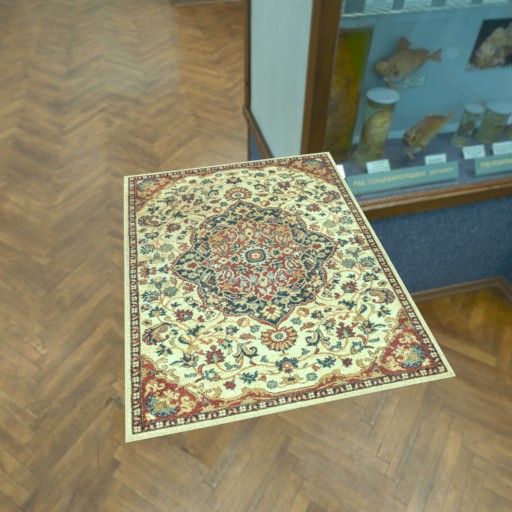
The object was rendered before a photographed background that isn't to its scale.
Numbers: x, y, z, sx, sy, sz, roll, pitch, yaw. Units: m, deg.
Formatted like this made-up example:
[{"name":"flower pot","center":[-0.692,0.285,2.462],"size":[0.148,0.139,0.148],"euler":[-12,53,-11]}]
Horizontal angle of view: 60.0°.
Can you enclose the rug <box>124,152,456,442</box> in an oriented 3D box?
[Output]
[{"name":"rug","center":[0.000,0.000,4.214],"size":[2.454,0.005,3.067],"euler":[-9,47,-8]}]
